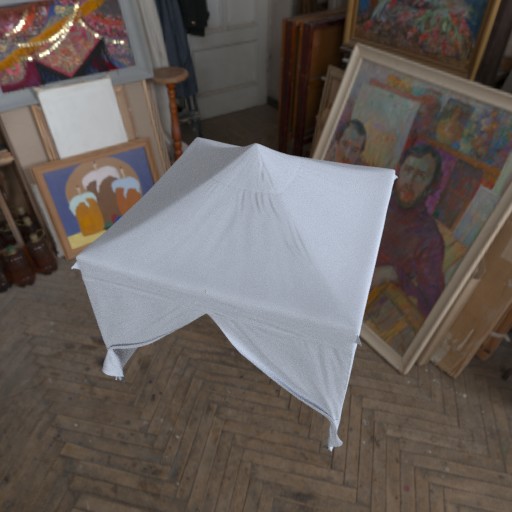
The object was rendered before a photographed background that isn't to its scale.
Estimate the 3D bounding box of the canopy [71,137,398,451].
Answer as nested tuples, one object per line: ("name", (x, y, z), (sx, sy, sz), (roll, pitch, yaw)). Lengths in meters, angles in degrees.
("canopy", (0.000, 0.000, 5.589), (3.043, 2.997, 3.121), (13, 42, 15))
